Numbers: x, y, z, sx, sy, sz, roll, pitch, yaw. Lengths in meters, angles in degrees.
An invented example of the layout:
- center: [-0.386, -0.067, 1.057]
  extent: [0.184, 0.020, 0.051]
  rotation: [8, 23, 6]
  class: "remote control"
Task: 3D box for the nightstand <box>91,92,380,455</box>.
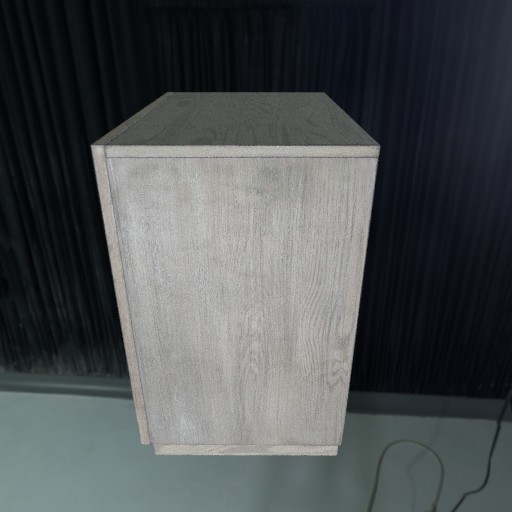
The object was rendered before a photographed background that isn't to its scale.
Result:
- center: [0.000, 0.000, 1.068]
  extent: [0.483, 0.673, 0.612]
  rotation: [0, 27, 0]
  class: "nightstand"
